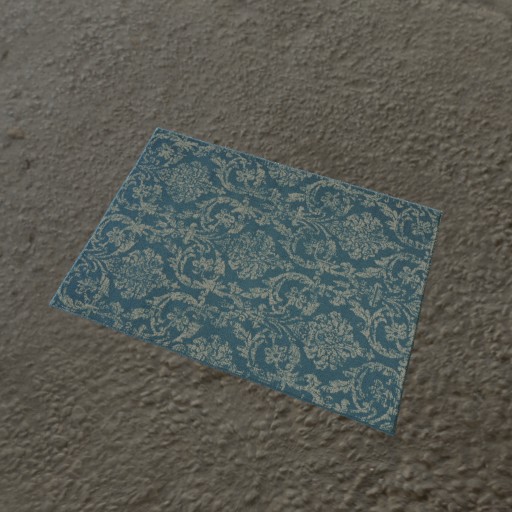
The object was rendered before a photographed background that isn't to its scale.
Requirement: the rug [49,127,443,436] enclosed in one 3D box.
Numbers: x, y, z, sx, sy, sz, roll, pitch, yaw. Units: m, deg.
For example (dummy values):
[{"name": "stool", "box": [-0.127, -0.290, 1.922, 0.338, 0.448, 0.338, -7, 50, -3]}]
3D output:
[{"name": "rug", "box": [0.000, 0.000, 2.940, 2.205, 0.012, 1.554, 18, 65, 9]}]
